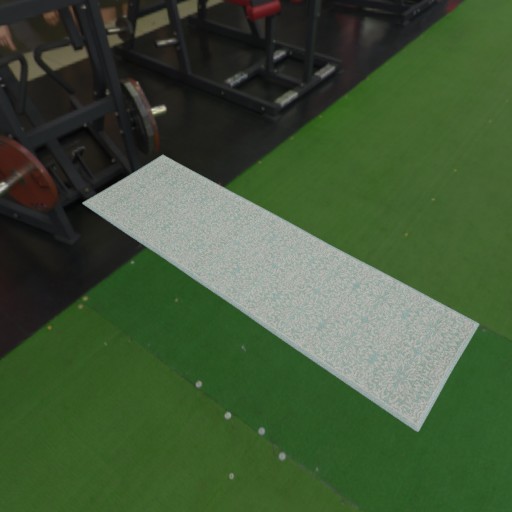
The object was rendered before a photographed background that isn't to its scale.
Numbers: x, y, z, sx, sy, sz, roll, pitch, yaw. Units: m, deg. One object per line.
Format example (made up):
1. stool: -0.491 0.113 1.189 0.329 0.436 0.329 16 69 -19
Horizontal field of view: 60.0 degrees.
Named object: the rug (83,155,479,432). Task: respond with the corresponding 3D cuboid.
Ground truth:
1. rug: 0.000 0.000 2.398 2.196 0.011 0.662 31 54 26
